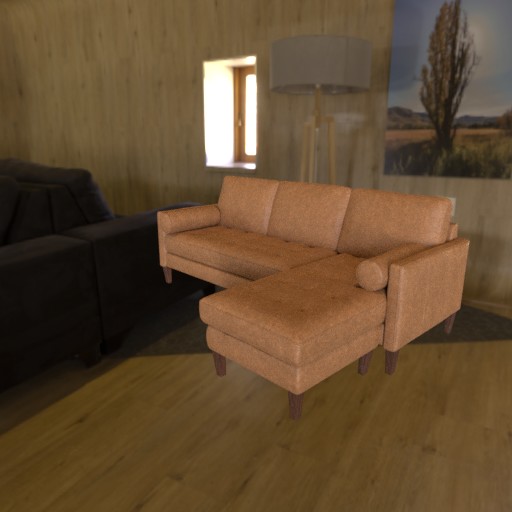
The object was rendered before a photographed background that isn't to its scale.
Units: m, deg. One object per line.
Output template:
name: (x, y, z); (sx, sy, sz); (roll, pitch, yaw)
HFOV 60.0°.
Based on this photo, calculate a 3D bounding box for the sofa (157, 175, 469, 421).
sofa: (0.000, 0.000, 2.957); (1.506, 0.876, 2.178); (-15, 21, -42)
